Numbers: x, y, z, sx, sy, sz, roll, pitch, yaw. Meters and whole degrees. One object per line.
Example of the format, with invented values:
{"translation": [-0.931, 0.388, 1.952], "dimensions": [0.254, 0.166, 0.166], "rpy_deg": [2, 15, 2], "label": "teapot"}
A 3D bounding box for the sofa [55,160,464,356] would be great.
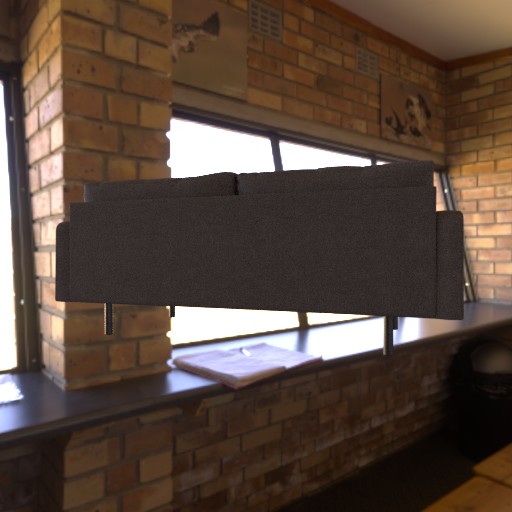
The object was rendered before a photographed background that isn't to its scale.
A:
{"translation": [0.000, 0.000, 2.558], "dimensions": [2.100, 0.880, 0.880], "rpy_deg": [0, 1, 19], "label": "sofa"}
